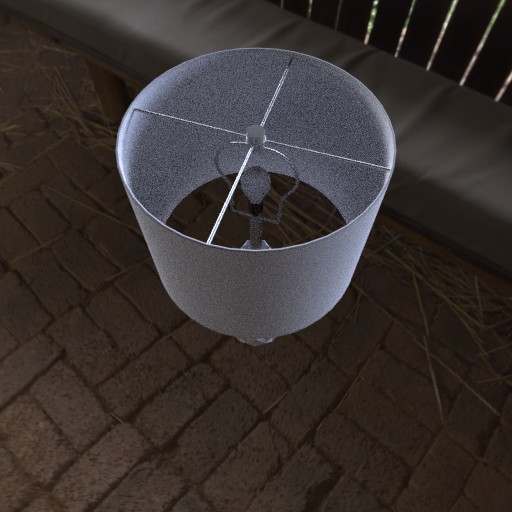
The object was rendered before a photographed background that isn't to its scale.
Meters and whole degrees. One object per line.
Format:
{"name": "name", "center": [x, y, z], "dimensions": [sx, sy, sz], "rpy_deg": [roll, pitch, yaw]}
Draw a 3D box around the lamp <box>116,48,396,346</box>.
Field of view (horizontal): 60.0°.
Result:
{"name": "lamp", "center": [0.000, 0.000, 0.695], "dimensions": [0.297, 0.522, 0.297], "rpy_deg": [0, 59, 0]}
